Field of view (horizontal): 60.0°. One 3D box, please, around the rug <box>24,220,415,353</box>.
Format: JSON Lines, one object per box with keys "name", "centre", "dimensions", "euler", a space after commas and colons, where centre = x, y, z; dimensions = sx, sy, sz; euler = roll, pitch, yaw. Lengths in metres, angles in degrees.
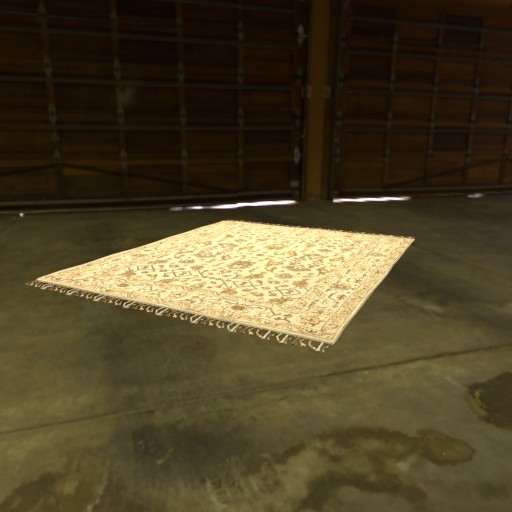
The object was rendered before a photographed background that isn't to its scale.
{"name": "rug", "centre": [0.000, 0.000, 4.132], "dimensions": [2.426, 0.034, 3.061], "euler": [8, 17, 26]}
